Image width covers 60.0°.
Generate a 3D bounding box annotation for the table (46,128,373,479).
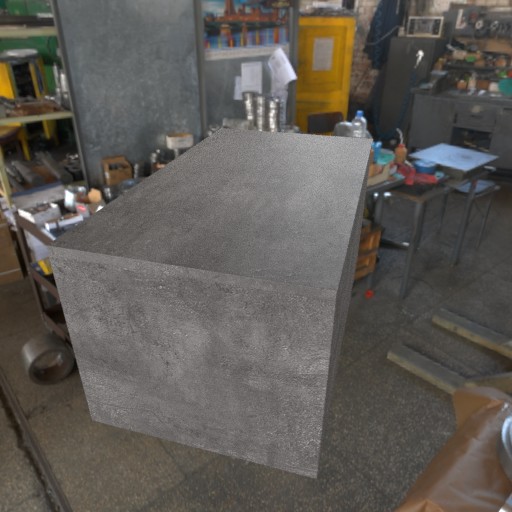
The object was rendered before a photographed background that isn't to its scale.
[{"bbox_3d":[0.000,0.000,0.941,0.400,0.350,0.700,8,30,14],"label":"table"}]
